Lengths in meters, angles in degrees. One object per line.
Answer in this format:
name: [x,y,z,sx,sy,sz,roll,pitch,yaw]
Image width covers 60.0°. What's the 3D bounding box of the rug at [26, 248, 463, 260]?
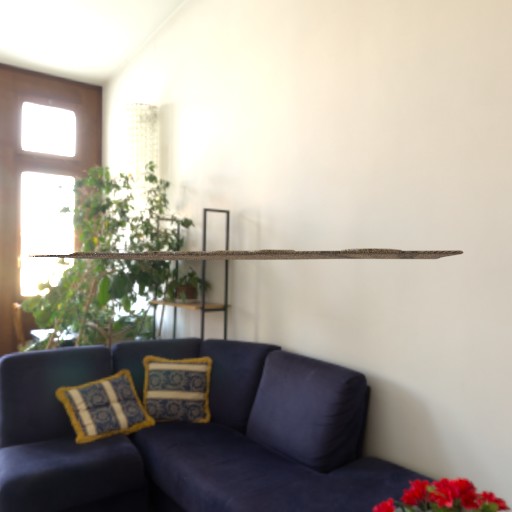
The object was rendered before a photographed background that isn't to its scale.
rug: [0.000,0.000,2.946,2.333,0.033,1.513,0,-1,18]
